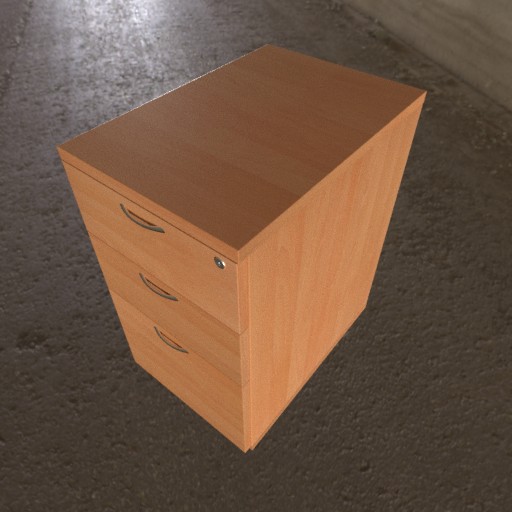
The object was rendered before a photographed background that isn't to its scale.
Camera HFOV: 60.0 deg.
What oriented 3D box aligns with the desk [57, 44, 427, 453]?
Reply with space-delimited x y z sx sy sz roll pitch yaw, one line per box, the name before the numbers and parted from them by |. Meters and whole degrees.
desk | 0.000 0.000 1.079 0.404 0.730 0.600 30 52 26
